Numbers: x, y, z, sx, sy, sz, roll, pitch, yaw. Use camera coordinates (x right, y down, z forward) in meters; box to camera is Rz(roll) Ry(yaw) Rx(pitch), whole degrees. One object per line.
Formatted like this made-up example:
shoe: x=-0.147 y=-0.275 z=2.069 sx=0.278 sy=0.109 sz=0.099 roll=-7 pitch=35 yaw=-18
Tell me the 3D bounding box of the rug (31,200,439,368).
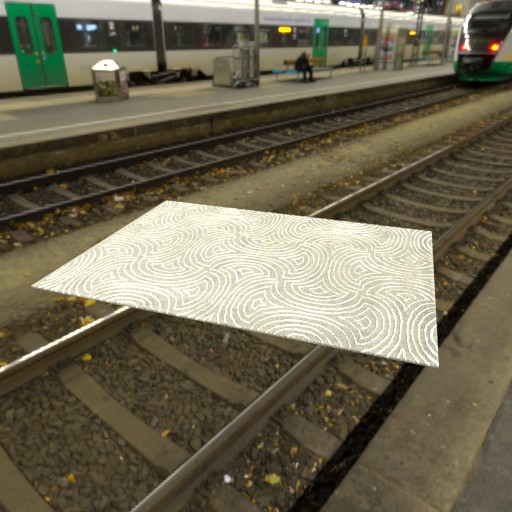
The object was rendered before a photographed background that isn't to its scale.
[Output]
rug: x=0.000 y=0.000 z=2.835 sx=2.144 sy=0.015 sz=1.543 roll=8 pitch=27 yaw=17
